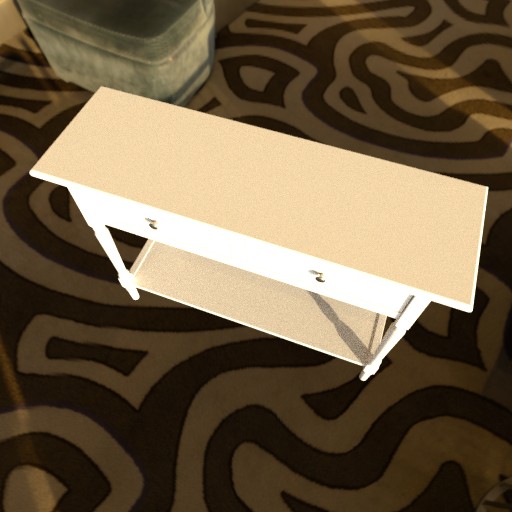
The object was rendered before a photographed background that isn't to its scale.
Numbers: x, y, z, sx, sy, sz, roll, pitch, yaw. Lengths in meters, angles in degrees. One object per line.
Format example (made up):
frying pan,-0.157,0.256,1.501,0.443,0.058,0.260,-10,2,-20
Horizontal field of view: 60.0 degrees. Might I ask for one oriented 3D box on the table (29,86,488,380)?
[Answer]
table,0.000,0.000,1.548,1.191,0.814,0.386,18,60,10
